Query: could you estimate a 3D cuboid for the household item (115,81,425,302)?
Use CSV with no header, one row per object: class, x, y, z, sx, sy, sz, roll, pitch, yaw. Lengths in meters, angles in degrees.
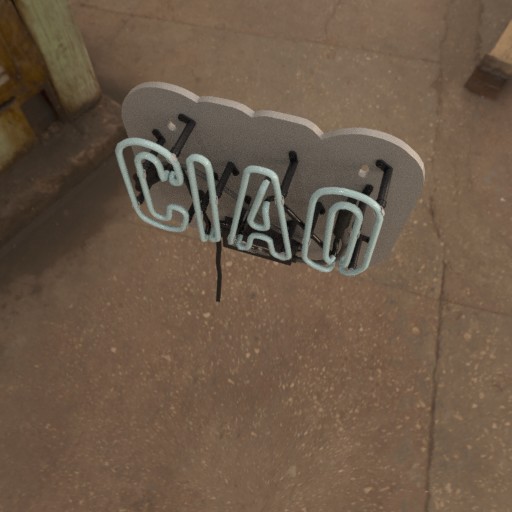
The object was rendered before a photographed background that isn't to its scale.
household item,0.000,0.000,0.387,0.211,0.294,0.042,16,61,9
